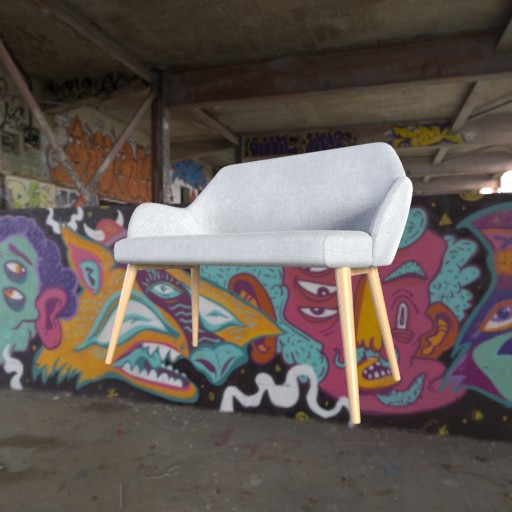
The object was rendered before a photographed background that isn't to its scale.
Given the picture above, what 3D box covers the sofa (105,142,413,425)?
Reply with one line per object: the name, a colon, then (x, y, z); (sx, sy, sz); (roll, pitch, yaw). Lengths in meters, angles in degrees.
sofa: (0.000, 0.000, 1.627); (1.150, 0.840, 0.610); (0, 0, 36)
